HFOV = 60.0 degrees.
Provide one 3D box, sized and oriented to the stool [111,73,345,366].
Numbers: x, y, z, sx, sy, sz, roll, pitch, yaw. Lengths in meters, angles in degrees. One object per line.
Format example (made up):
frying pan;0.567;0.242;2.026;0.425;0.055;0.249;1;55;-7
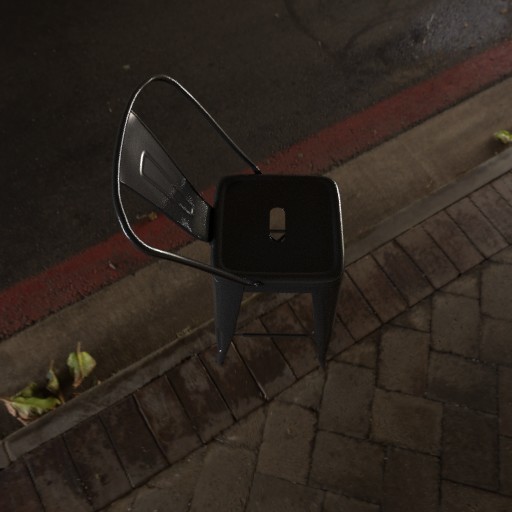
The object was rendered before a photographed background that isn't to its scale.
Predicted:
stool;0.000;0.000;1.288;0.528;1.022;0.432;1;65;0
